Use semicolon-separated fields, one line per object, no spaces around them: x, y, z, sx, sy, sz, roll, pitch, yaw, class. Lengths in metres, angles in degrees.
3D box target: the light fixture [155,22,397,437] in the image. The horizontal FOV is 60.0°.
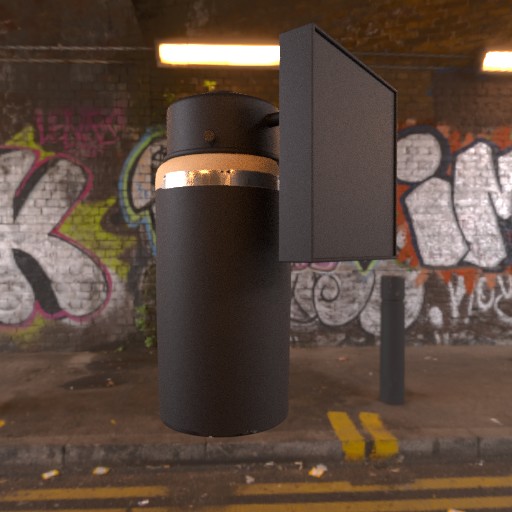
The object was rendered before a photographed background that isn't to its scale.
0.000;0.000;0.345;0.176;0.257;0.130;1;1;37;light fixture
